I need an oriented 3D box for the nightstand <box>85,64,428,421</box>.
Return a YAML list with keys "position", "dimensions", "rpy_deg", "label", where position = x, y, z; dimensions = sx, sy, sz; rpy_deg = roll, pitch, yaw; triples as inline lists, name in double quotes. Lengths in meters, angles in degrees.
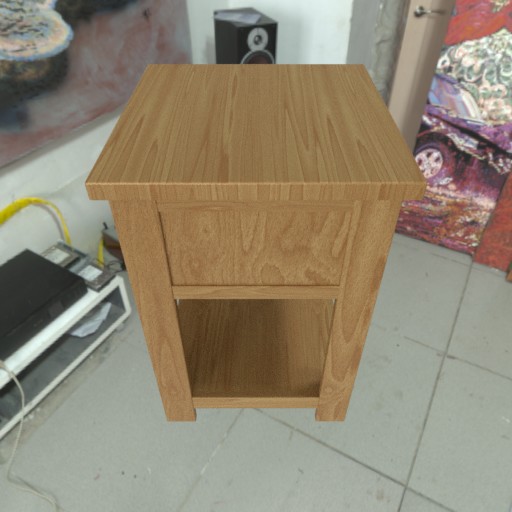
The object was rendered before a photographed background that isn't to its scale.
- position: [0.000, 0.000, 0.899]
  dimensions: [0.418, 0.614, 0.428]
  rpy_deg: [0, 41, 0]
  label: "nightstand"
